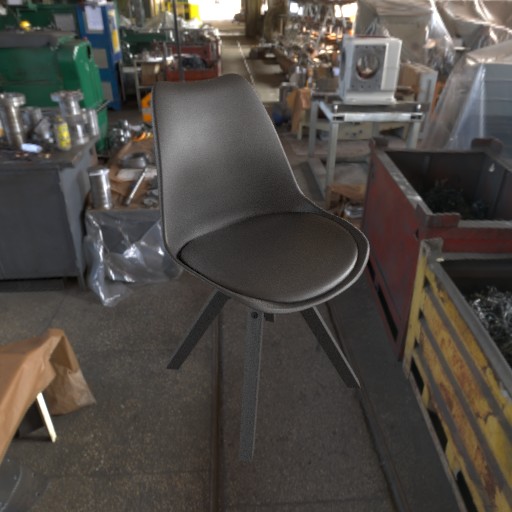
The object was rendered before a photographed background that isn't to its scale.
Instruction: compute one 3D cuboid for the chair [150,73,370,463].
[{"bbox_3d":[0.000,0.000,1.203,0.485,0.850,0.550,-21,36,-31],"label":"chair"}]
